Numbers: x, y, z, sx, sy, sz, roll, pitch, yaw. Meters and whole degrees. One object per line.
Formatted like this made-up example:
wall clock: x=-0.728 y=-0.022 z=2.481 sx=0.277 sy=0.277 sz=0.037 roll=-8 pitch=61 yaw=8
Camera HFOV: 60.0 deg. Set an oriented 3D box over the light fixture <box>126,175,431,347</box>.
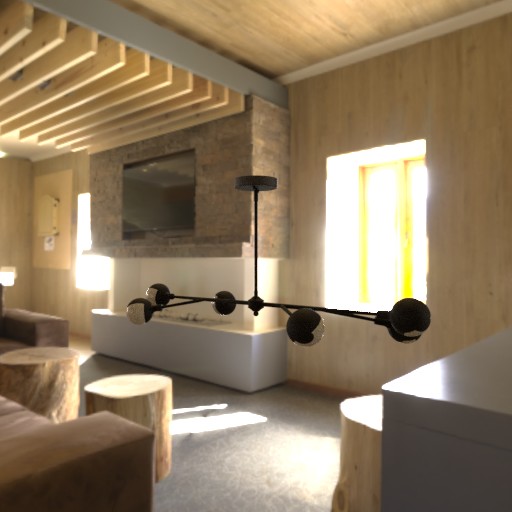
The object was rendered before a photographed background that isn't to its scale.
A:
light fixture: x=0.000 y=0.000 z=1.046 sx=0.434 sy=0.362 sz=0.778 roll=0 pitch=0 yaw=-34
